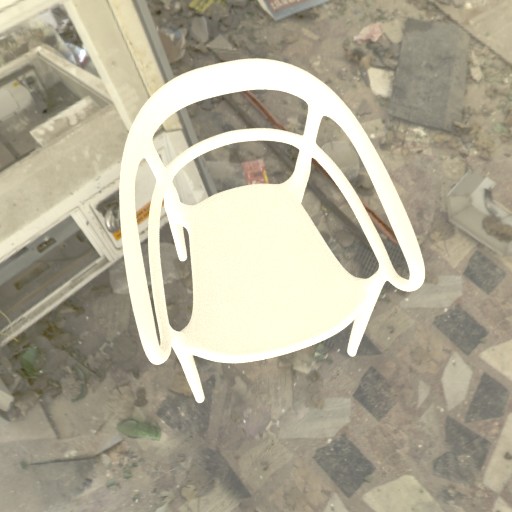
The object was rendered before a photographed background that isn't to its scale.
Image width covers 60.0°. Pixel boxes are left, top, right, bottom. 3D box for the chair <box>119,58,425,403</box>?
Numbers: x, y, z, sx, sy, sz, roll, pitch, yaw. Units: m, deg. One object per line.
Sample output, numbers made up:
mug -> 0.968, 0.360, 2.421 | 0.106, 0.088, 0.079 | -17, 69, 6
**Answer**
chair -> 0.000, 0.000, 1.132 | 0.559, 0.761, 0.527 | -15, 65, -7
